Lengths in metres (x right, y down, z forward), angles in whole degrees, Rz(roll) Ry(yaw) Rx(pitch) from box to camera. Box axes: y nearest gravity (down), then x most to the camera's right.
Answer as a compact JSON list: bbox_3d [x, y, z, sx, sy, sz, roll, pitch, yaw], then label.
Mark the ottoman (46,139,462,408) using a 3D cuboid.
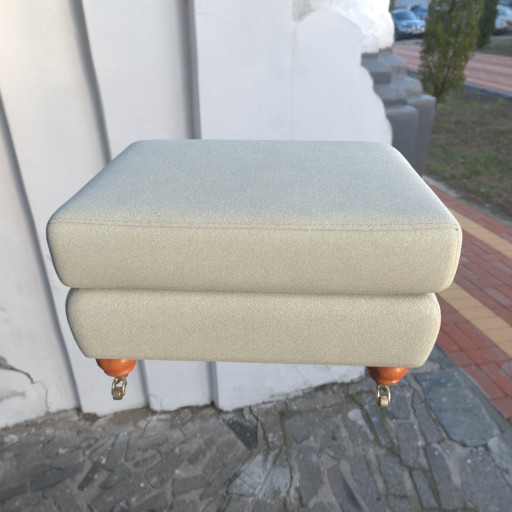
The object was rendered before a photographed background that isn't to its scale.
[{"bbox_3d":[0.000,0.000,1.111,0.773,0.499,0.569,1,29,2],"label":"ottoman"}]
